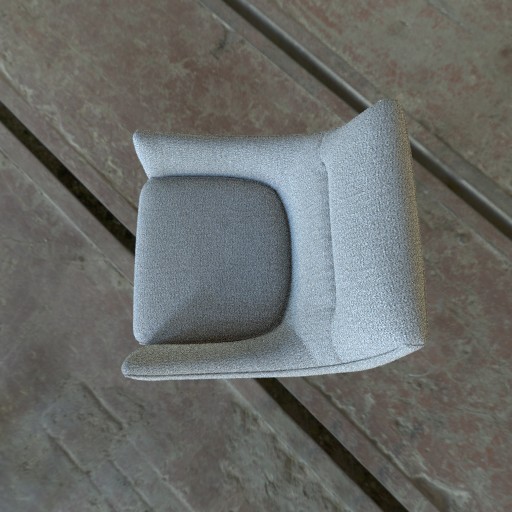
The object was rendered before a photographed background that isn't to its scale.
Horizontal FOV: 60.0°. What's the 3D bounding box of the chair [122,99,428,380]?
[{"bbox_3d":[0.000,0.000,1.430,0.787,0.838,0.762,-1,76,0],"label":"chair"}]
